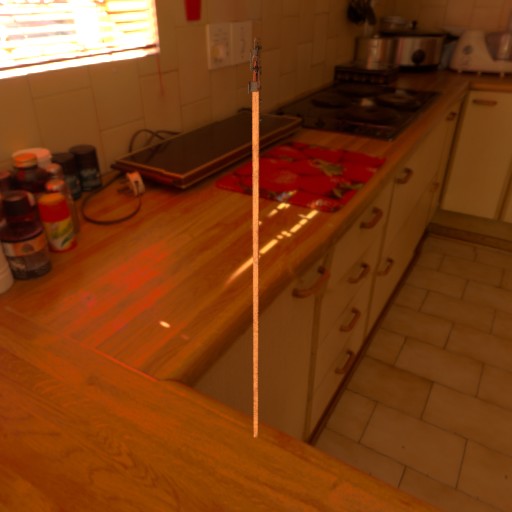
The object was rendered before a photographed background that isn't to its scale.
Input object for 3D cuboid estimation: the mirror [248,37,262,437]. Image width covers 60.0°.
[{"bbox_3d":[0.000,0.000,2.076,0.042,1.793,0.847,0,31,0],"label":"mirror"}]
